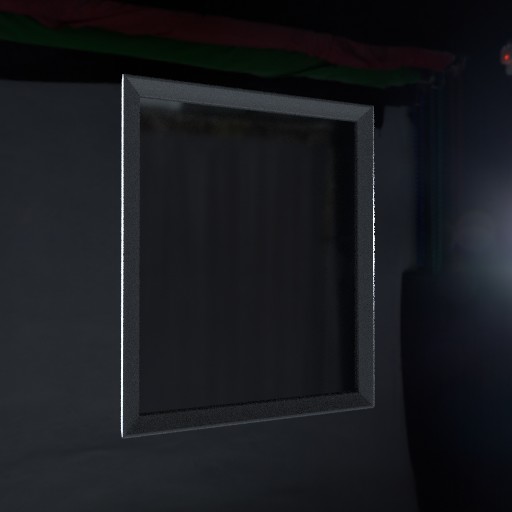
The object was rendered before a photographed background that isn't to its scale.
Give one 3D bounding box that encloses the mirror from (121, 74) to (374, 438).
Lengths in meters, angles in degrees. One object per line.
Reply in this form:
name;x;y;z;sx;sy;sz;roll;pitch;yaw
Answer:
mirror;0.000;0.000;0.701;0.406;0.509;0.041;0;0;-19
